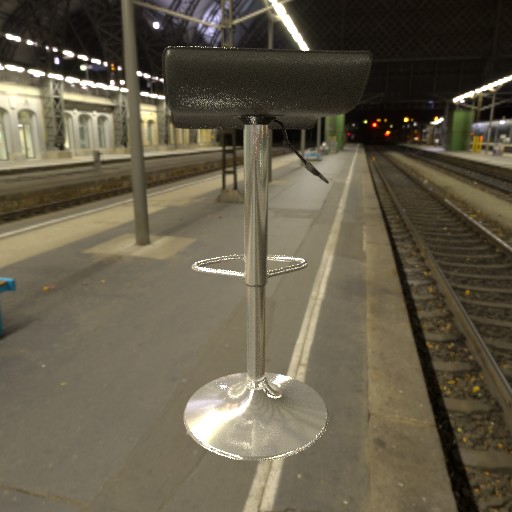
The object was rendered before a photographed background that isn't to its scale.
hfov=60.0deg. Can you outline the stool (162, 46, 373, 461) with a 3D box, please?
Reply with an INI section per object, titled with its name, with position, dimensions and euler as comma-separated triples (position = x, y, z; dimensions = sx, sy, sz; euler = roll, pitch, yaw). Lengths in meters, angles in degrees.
[stool]
position = 0.000, 0.000, 1.064
dimensions = 0.381, 0.851, 0.381
euler = -2, 15, -8
